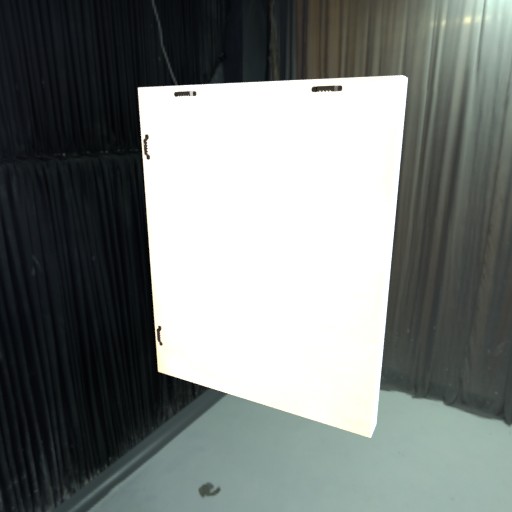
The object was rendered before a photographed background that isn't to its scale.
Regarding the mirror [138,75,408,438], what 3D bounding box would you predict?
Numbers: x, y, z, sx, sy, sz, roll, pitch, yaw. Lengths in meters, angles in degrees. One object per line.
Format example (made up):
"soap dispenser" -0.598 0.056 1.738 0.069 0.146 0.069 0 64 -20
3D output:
"mirror" 0.000 0.000 0.697 0.406 0.509 0.041 8 19 26
